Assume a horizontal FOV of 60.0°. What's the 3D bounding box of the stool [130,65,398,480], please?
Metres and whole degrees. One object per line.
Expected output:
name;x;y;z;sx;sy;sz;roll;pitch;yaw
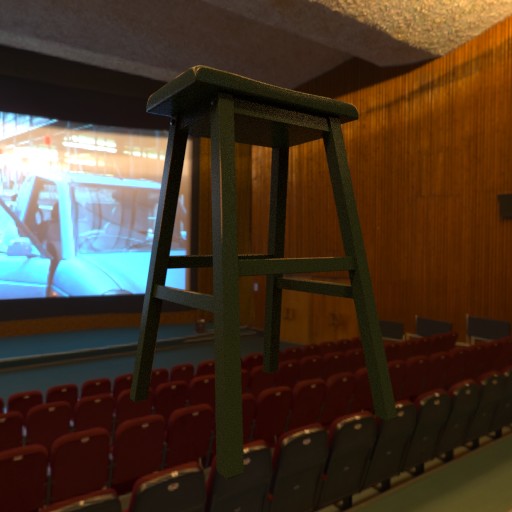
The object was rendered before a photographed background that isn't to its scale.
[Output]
stool;0.000;0.000;1.063;0.457;0.737;0.476;-1;2;-35
